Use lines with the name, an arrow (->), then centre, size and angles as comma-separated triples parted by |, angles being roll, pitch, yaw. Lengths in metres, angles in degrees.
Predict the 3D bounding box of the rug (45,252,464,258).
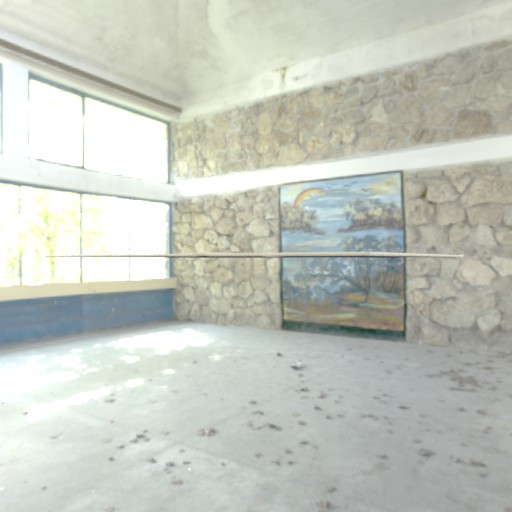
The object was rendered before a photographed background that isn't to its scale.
rug -> 0.000, 0.000, 4.818 | 3.659, 0.037, 2.734 | 0, 0, 36
